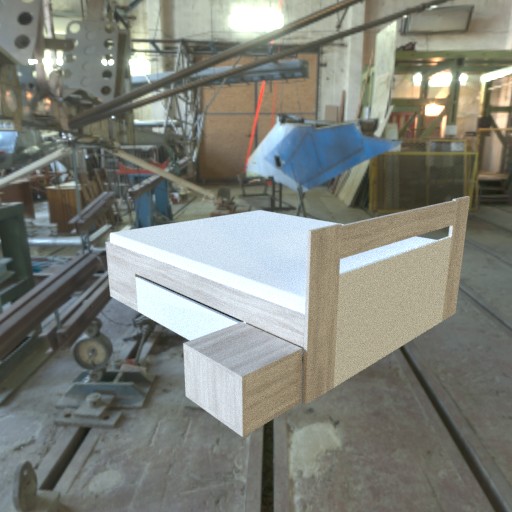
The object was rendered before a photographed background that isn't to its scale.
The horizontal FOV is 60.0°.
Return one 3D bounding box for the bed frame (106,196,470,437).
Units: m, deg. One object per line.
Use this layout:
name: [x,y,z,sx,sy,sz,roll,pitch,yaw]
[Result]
bed frame: [0.000,0.000,3.150,2.040,0.860,2.050,-14,20,-41]
